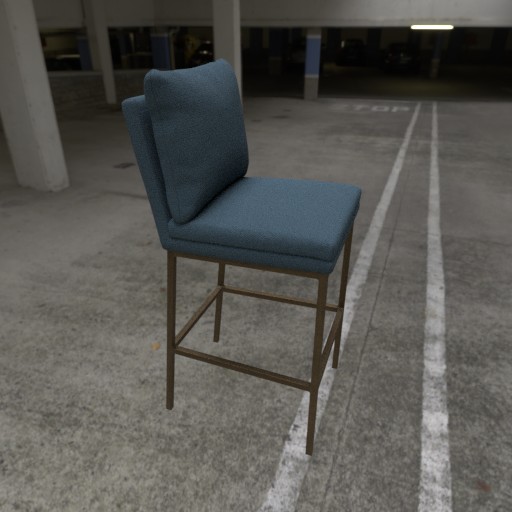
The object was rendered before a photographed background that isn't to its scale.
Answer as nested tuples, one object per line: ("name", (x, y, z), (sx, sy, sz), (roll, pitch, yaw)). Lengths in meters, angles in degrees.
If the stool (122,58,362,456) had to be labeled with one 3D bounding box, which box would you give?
("stool", (0.000, 0.000, 1.414), (0.568, 1.124, 0.463), (10, 29, 18))
